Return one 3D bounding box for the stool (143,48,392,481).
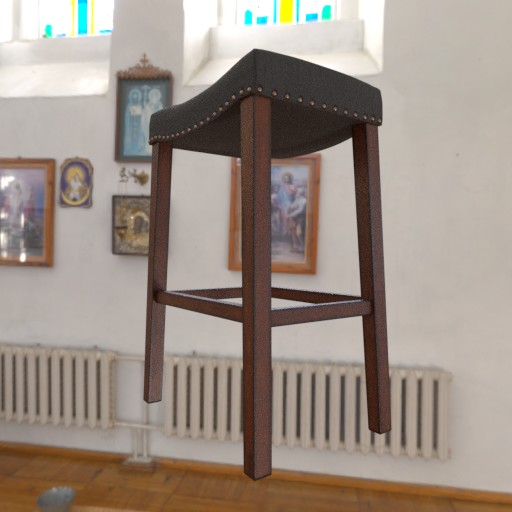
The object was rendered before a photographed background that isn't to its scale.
[{"bbox_3d":[0.000,0.000,1.057,0.366,0.760,0.502,0,1,-36],"label":"stool"}]
